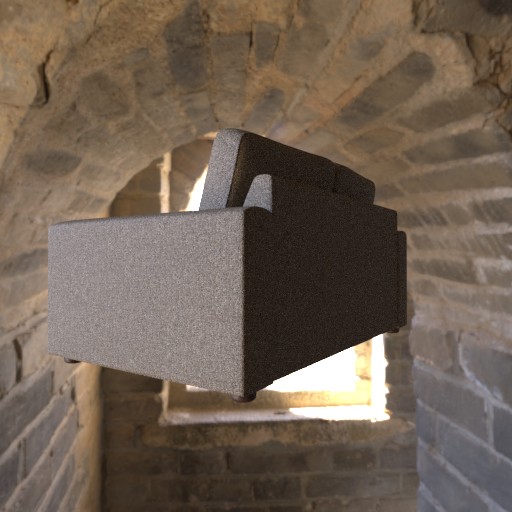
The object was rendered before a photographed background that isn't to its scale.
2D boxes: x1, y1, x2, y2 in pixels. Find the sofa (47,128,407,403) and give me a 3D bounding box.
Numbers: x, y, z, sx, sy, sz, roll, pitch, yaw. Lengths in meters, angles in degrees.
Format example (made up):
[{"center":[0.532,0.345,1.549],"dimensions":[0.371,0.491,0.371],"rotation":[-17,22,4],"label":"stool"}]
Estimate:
[{"center":[0.000,0.000,2.174],"dimensions":[1.016,0.873,1.616],"rotation":[0,0,34],"label":"sofa"}]
